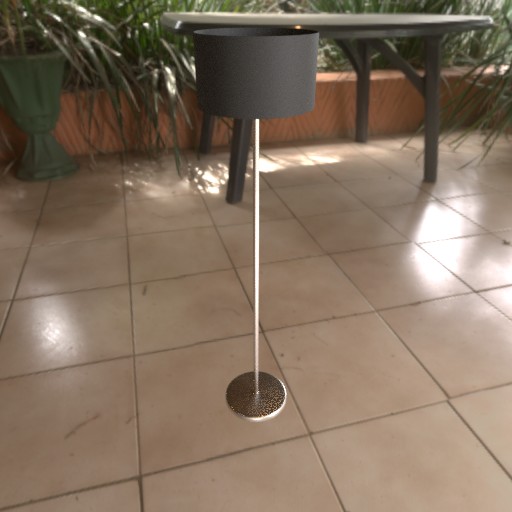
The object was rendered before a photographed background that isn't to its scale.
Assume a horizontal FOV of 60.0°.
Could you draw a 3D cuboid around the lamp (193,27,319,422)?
[{"bbox_3d":[0.000,0.000,1.593,0.348,1.443,0.348,-9,31,-14],"label":"lamp"}]
